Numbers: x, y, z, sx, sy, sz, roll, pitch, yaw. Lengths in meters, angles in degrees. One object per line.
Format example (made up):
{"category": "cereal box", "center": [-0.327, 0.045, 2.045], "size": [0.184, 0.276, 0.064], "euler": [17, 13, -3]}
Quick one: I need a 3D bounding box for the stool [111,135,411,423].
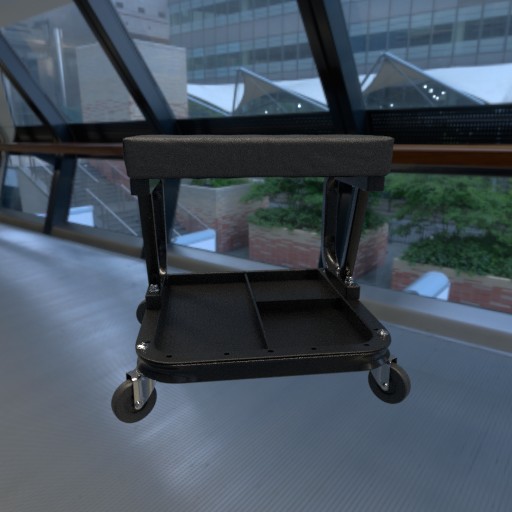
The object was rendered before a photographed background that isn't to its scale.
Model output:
{"category": "stool", "center": [0.000, 0.000, 0.723], "size": [0.446, 0.380, 0.371], "euler": [-2, 16, -7]}
